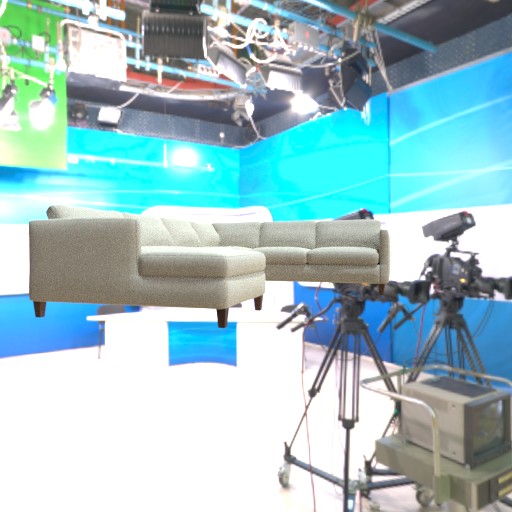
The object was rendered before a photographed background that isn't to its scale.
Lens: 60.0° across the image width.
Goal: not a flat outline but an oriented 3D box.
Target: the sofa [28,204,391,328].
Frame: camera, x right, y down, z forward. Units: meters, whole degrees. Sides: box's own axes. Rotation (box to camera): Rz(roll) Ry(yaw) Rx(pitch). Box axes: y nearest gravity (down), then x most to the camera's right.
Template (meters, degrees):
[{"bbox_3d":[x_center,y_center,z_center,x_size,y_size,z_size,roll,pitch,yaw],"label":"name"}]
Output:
[{"bbox_3d":[0.000,0.000,4.386,2.551,0.853,3.238,0,1,17],"label":"sofa"}]
